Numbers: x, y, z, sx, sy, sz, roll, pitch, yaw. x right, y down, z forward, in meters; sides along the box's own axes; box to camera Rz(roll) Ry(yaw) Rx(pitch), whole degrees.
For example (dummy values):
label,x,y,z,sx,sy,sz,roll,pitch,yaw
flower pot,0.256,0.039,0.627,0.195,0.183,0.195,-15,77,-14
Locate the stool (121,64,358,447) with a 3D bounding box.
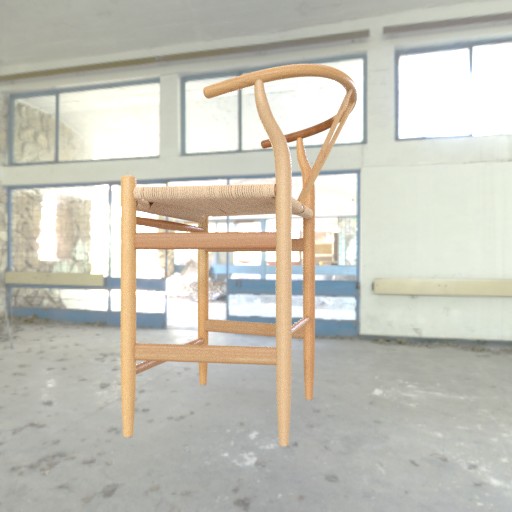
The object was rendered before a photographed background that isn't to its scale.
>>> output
label,x,y,z,sx,sy,sz,roll,pitch,yaw
stool,0.000,0.000,1.285,0.575,0.923,0.536,0,0,16
